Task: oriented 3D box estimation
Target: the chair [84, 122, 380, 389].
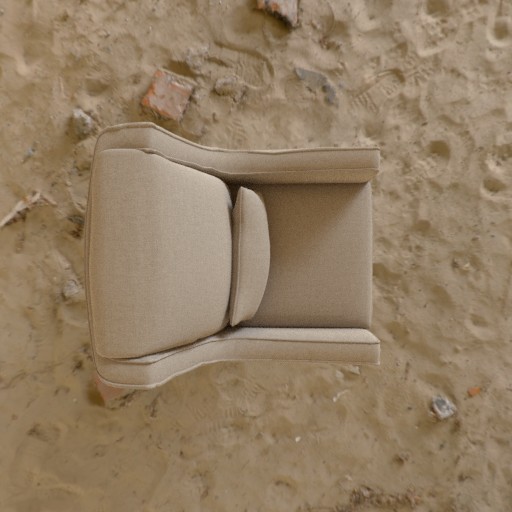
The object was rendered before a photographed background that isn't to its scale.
[{"bbox_3d":[0.000,0.000,1.592,0.879,0.993,0.732,0,90,1],"label":"chair"}]
